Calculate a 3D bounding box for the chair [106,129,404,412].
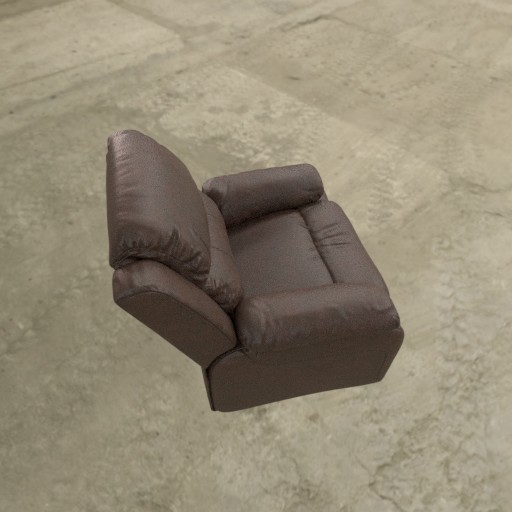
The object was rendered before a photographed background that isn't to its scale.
[{"bbox_3d":[0.000,0.000,1.272,0.707,0.702,0.680,-10,48,-9],"label":"chair"}]
